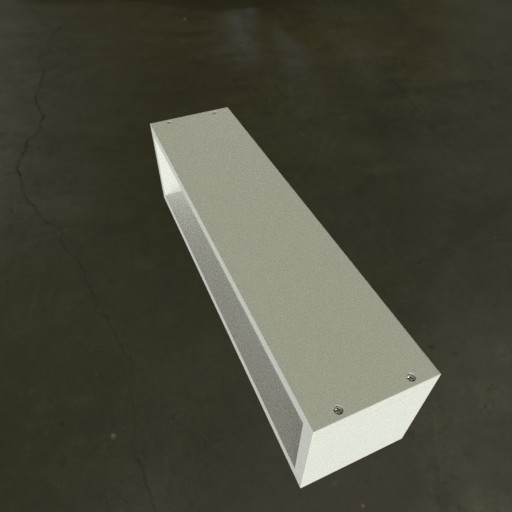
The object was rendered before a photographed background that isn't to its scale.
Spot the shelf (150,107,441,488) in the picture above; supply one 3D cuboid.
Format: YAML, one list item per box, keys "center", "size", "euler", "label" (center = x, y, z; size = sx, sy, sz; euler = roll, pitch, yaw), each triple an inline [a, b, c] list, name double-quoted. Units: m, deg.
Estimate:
- center: [0.000, 0.000, 0.691]
  size: [0.150, 0.170, 0.610]
  euler: [-18, 49, -16]
  label: "shelf"
